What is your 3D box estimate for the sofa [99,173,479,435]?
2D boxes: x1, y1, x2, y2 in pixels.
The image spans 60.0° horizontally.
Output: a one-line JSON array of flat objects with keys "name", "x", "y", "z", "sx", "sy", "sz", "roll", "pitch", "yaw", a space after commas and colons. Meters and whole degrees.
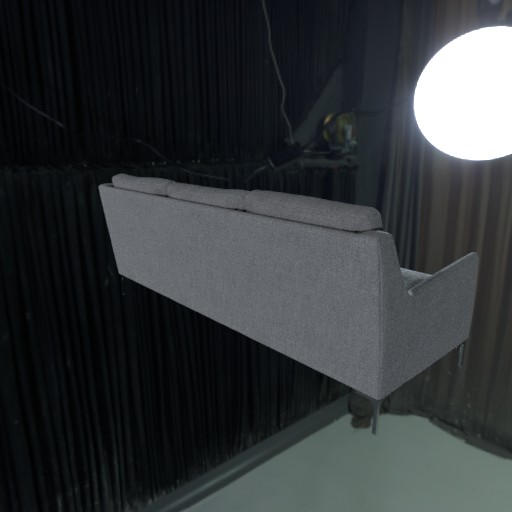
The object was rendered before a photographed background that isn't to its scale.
[{"name": "sofa", "x": 0.000, "y": 0.000, "z": 2.436, "sx": 0.849, "sy": 0.837, "sz": 2.060, "roll": -14, "pitch": 20, "yaw": -41}]
